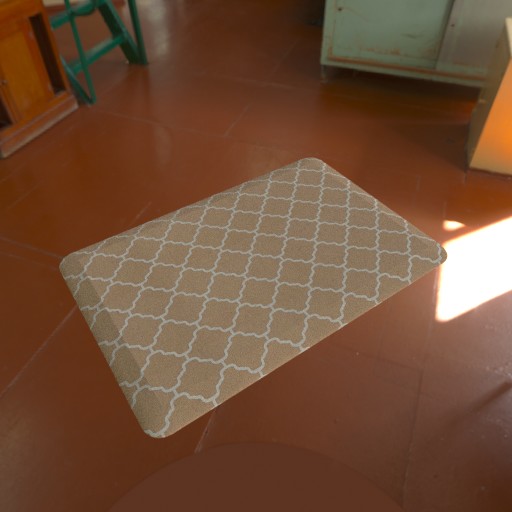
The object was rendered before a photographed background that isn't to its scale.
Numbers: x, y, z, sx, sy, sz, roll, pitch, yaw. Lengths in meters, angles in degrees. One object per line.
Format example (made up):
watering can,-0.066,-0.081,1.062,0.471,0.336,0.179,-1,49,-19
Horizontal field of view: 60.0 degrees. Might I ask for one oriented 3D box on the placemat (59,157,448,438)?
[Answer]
placemat,0.000,0.000,1.009,0.762,0.021,0.508,-26,51,-23
